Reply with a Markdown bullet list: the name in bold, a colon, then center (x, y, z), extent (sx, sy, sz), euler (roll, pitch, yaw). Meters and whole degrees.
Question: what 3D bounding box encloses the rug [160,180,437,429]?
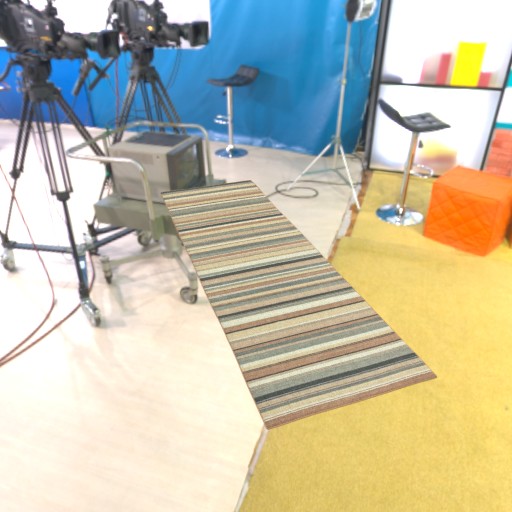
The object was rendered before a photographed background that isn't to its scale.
- **rug**: center (0.000, 0.000, 2.788), extent (0.799, 0.010, 2.444), euler (-11, 33, -17)
